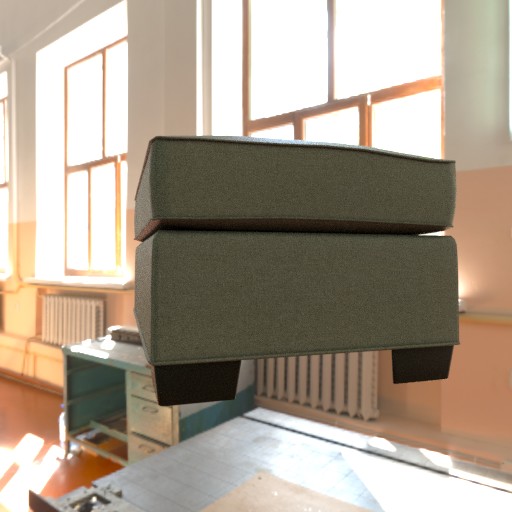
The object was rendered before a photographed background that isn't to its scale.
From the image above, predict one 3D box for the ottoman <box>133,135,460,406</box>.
[{"bbox_3d":[0.000,0.000,1.199,0.619,0.504,0.843,0,0,-17],"label":"ottoman"}]
